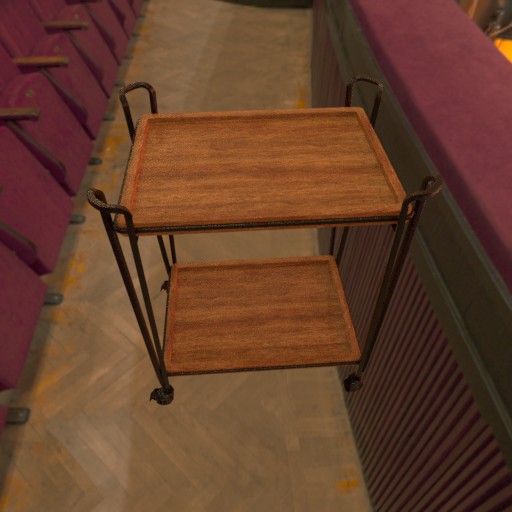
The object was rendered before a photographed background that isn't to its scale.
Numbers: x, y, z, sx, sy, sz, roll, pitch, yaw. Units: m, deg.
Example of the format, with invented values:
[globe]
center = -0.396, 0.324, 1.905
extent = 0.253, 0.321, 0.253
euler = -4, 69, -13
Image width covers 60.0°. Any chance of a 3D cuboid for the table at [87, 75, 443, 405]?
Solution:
[table]
center = 0.000, 0.000, 1.235
extent = 0.672, 0.785, 0.505
euler = -3, 45, -3
